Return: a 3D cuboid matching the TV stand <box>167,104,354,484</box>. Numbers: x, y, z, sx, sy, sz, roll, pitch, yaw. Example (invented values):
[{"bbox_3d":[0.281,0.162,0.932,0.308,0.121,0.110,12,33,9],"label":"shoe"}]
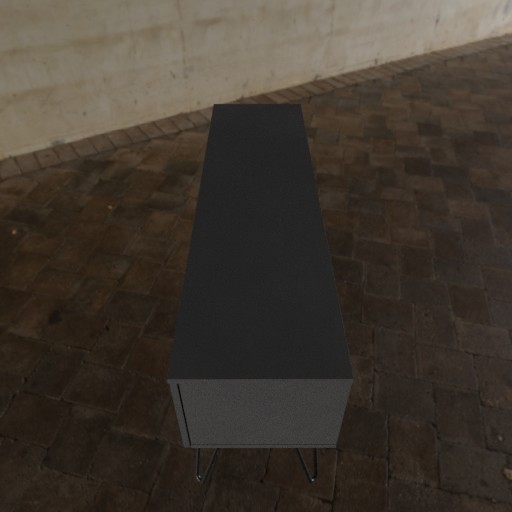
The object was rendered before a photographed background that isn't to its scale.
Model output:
[{"bbox_3d":[0.000,0.000,1.623,0.400,0.560,1.400,0,41,0],"label":"TV stand"}]
